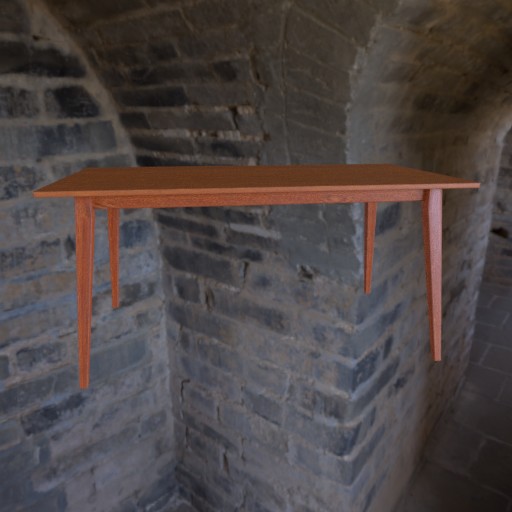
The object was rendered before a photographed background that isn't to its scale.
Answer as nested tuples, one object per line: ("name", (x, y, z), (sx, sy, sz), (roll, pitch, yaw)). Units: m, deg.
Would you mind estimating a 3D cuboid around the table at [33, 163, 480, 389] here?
("table", (0.000, 0.000, 2.066), (1.609, 0.755, 0.811), (-2, 17, -8))
